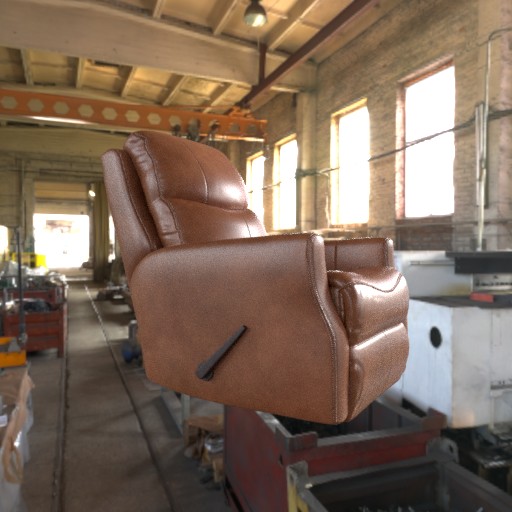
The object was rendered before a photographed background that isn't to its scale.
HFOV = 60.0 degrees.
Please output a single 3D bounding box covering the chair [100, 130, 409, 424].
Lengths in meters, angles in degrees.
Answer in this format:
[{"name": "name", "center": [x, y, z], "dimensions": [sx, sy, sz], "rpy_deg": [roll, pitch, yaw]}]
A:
[{"name": "chair", "center": [0.000, 0.000, 1.746], "dimensions": [1.072, 1.016, 0.821], "rpy_deg": [1, 1, 34]}]
